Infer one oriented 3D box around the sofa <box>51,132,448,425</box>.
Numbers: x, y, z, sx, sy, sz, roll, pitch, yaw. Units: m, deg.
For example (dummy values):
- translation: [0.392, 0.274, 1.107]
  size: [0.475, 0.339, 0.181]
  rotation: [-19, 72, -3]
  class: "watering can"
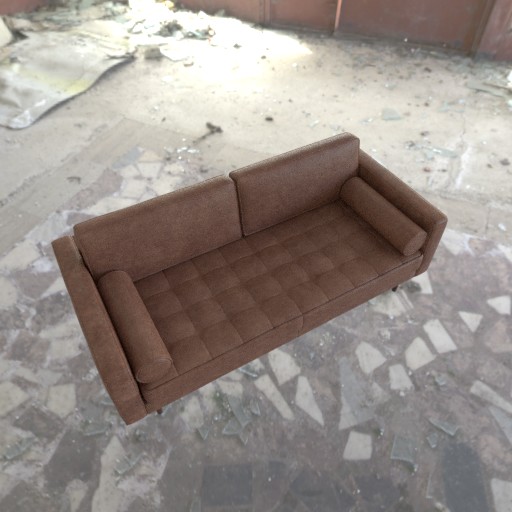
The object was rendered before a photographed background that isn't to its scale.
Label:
- translation: [0.000, 0.000, 2.389]
  size: [1.870, 0.760, 0.910]
  rotation: [-23, 51, -20]
  class: "sofa"
